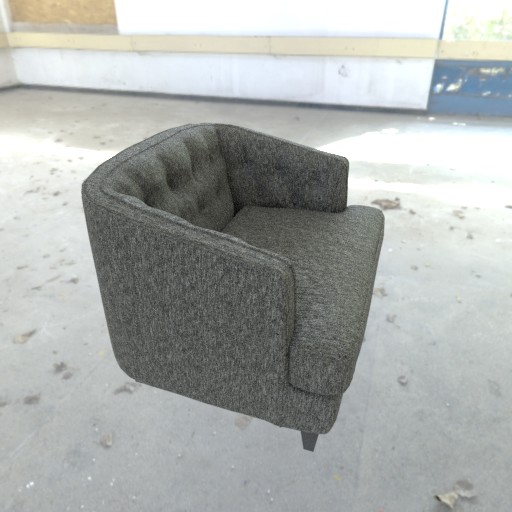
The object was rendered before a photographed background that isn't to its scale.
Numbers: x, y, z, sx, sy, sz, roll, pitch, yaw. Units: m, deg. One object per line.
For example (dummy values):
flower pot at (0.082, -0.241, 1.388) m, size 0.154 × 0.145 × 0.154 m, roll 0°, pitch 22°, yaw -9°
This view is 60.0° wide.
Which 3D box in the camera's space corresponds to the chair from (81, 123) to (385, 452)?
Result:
chair at (0.000, 0.000, 1.775) m, size 0.941 × 0.852 × 1.104 m, roll 10°, pitch 31°, yaw 16°
